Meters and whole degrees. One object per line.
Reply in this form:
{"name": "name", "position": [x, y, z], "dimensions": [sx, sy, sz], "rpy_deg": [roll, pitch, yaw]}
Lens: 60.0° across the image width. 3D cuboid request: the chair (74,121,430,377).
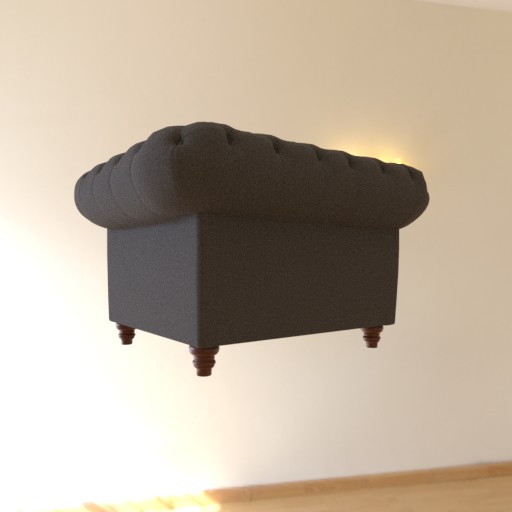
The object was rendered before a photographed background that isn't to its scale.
{"name": "chair", "position": [0.000, 0.000, 1.861], "dimensions": [1.270, 0.770, 0.976], "rpy_deg": [1, -2, -36]}
